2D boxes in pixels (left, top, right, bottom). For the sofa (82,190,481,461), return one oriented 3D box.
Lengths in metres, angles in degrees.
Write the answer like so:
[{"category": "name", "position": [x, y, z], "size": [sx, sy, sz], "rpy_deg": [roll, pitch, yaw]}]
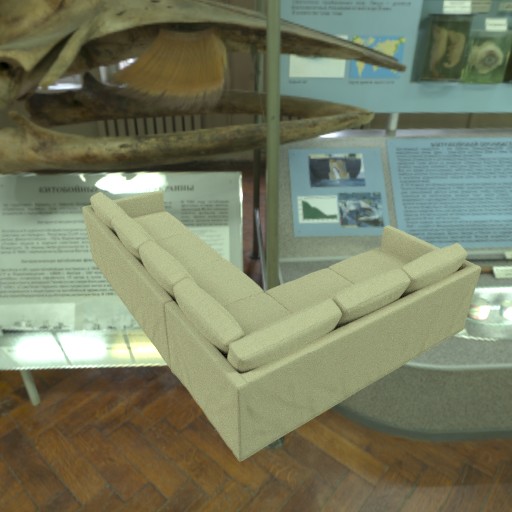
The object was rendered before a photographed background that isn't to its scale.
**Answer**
[{"category": "sofa", "position": [0.000, 0.000, 4.373], "size": [2.432, 0.871, 3.182], "rpy_deg": [-18, 34, -29]}]
